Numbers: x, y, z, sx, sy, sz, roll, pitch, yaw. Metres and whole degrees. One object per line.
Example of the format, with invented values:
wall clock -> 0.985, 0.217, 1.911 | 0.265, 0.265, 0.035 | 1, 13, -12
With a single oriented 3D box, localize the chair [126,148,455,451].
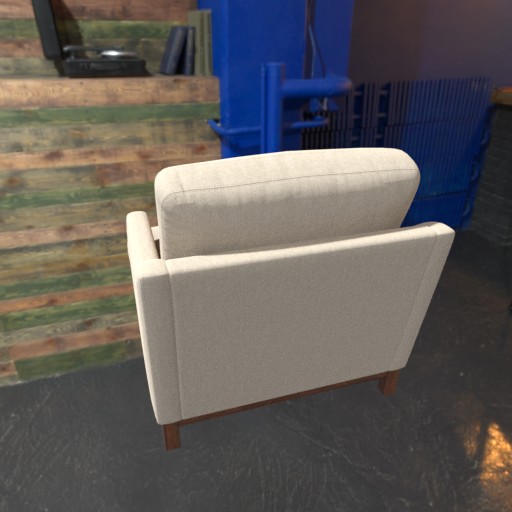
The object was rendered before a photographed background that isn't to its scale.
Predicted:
chair -> 0.000, 0.000, 1.665 | 0.912, 0.916, 1.001 | -8, 27, -16
